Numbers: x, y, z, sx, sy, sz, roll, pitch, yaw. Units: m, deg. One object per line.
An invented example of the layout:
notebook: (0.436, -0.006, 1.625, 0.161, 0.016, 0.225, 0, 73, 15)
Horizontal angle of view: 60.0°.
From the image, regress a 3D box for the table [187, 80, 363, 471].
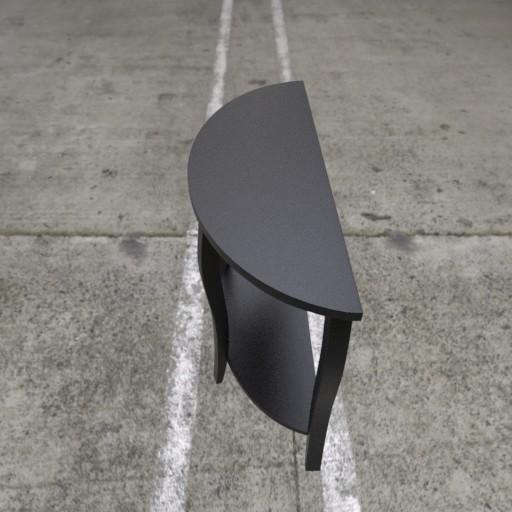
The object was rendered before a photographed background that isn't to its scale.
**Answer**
table: (0.000, 0.000, 1.561, 0.394, 0.780, 1.219, -1, 41, -1)
